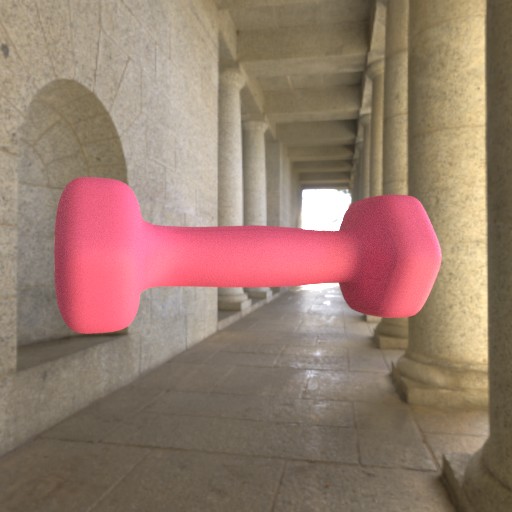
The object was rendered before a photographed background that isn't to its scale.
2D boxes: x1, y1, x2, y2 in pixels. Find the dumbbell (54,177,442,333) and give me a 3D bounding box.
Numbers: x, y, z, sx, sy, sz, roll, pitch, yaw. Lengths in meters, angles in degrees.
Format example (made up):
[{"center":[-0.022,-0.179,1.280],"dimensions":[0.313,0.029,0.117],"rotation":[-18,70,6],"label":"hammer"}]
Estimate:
[{"center":[0.000,0.000,0.176],"dimensions":[0.146,0.053,0.058],"rotation":[0,0,-19],"label":"dumbbell"}]
